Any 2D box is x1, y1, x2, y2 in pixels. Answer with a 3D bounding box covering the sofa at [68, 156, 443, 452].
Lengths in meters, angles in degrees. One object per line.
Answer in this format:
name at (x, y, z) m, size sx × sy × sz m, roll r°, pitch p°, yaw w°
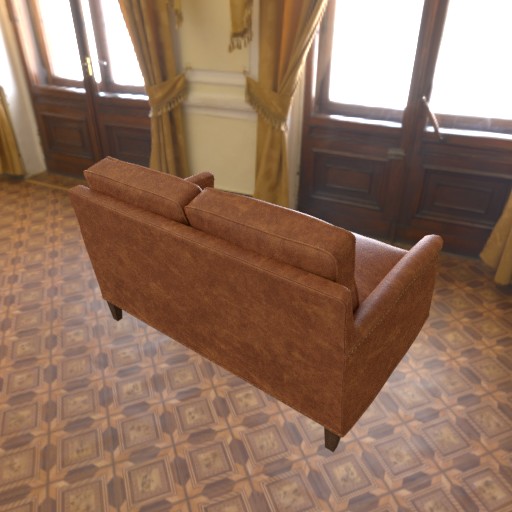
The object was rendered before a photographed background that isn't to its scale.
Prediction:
sofa at (0.000, 0.000, 2.295) m, size 1.597 × 1.003 × 1.084 m, roll 21°, pitch 37°, yaw 31°
